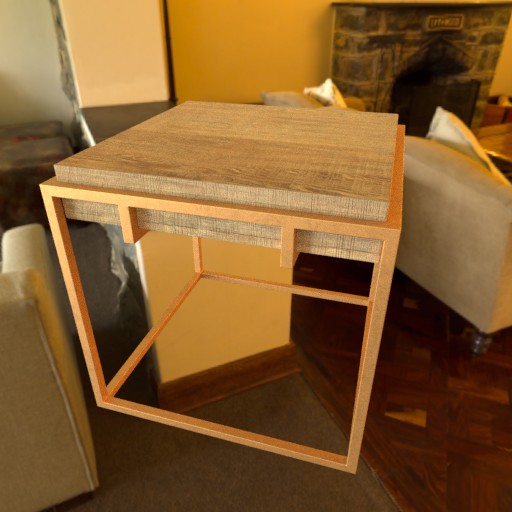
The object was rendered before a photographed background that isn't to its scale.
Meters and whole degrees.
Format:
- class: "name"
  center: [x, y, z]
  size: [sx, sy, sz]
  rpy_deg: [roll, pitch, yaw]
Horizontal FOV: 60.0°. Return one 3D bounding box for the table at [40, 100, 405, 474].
- class: "table"
  center: [0.000, 0.000, 1.068]
  size: [0.599, 0.584, 0.599]
  rpy_deg: [9, 32, 14]
